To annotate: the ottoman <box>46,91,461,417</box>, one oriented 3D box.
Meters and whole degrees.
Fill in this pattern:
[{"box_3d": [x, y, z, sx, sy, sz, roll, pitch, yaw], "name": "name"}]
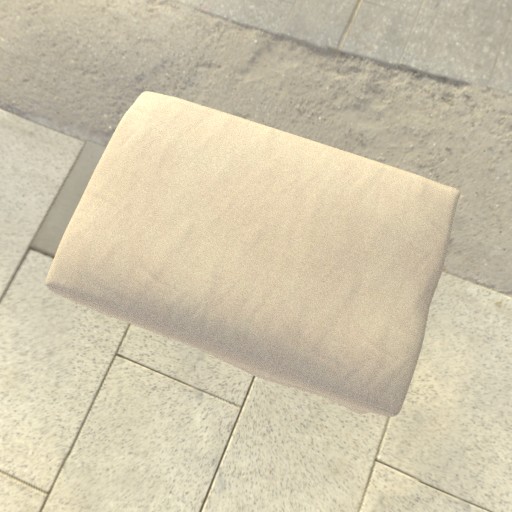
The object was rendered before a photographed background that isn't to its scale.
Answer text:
[{"box_3d": [0.000, 0.000, 1.195, 0.872, 0.444, 0.590, 19, 76, 5], "name": "ottoman"}]
